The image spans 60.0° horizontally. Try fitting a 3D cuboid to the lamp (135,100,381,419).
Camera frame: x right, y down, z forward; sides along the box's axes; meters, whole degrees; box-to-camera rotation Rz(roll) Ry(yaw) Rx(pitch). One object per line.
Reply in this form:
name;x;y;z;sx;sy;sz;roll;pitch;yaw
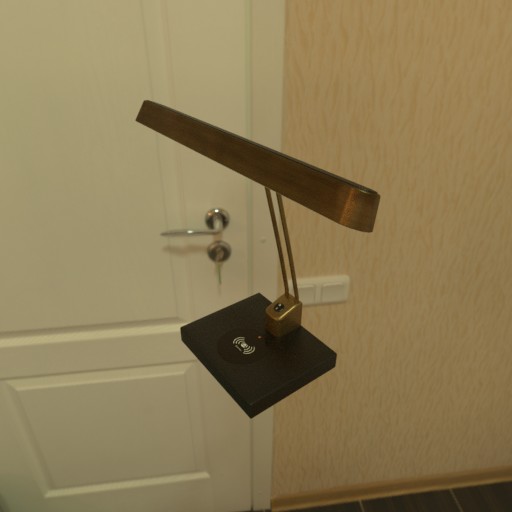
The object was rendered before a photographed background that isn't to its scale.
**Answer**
lamp;0.000;0.000;0.585;0.156;0.345;0.412;-21;37;-31
